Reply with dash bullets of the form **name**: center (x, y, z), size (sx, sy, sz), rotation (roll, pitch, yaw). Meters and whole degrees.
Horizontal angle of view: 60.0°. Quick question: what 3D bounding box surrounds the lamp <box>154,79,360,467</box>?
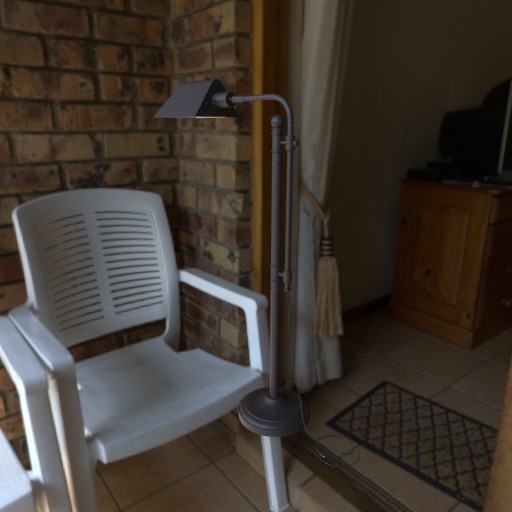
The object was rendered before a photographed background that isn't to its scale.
- **lamp**: center (0.000, 0.000, 0.930), size (0.159, 0.708, 0.545), rotation (-15, 22, -42)
